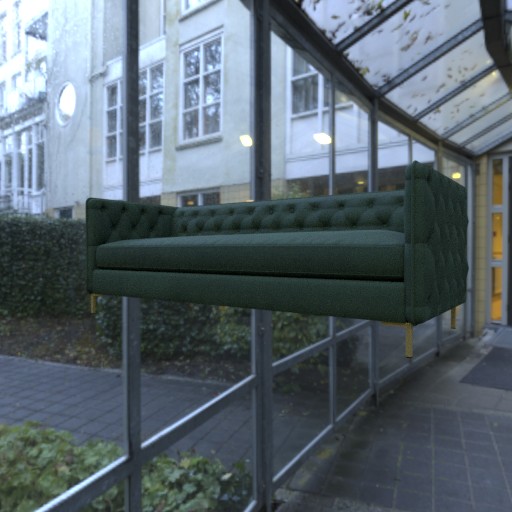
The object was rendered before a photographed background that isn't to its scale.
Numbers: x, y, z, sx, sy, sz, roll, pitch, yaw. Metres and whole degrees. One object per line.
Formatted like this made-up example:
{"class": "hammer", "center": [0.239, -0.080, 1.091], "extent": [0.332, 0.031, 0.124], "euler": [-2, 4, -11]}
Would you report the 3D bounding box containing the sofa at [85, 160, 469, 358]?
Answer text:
{"class": "sofa", "center": [0.000, 0.000, 2.651], "extent": [2.209, 0.771, 0.895], "euler": [1, 1, 36]}
